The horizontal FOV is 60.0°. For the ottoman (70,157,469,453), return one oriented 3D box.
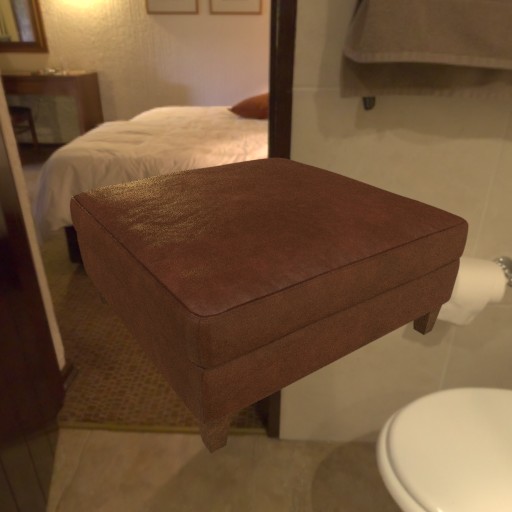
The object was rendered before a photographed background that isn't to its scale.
[{"bbox_3d":[0.000,0.000,1.311,0.844,0.415,0.836,-17,31,-31],"label":"ottoman"}]
